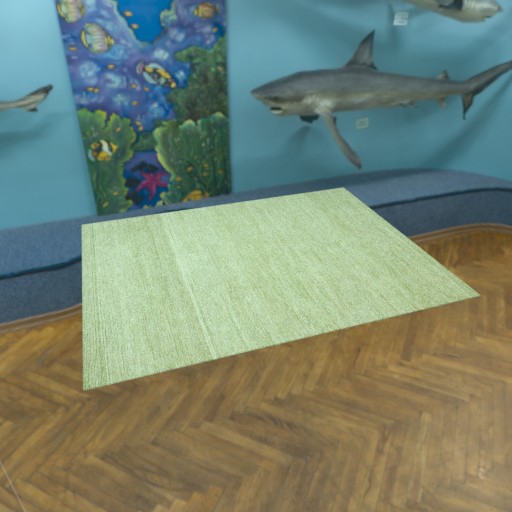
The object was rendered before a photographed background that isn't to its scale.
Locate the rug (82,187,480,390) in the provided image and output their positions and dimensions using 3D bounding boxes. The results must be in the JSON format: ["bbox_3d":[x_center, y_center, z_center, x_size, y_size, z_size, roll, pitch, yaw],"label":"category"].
[{"bbox_3d":[0.000,0.000,4.298,3.198,0.016,2.425,-10,33,-16],"label":"rug"}]
